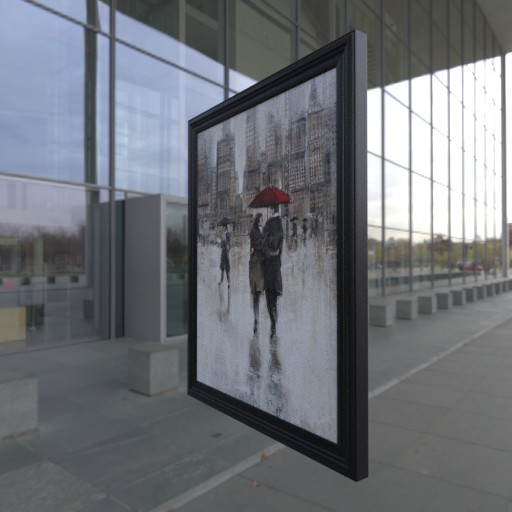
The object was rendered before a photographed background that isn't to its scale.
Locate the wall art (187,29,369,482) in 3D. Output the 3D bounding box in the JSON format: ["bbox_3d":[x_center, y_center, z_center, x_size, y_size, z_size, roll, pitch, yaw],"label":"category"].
[{"bbox_3d":[0.000,0.000,1.560,0.053,1.194,0.950,1,-1,-36],"label":"wall art"}]
